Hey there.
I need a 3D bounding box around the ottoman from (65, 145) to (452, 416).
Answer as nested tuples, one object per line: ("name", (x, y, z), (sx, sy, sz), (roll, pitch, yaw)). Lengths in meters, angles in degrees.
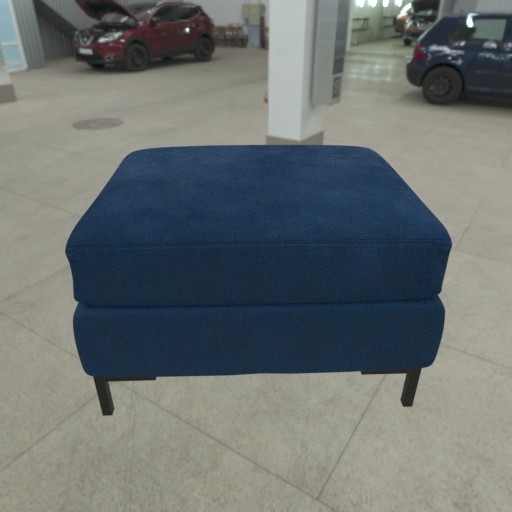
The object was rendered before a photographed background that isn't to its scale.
("ottoman", (0.000, 0.000, 1.189), (0.794, 0.485, 0.655), (-1, 30, -2))
